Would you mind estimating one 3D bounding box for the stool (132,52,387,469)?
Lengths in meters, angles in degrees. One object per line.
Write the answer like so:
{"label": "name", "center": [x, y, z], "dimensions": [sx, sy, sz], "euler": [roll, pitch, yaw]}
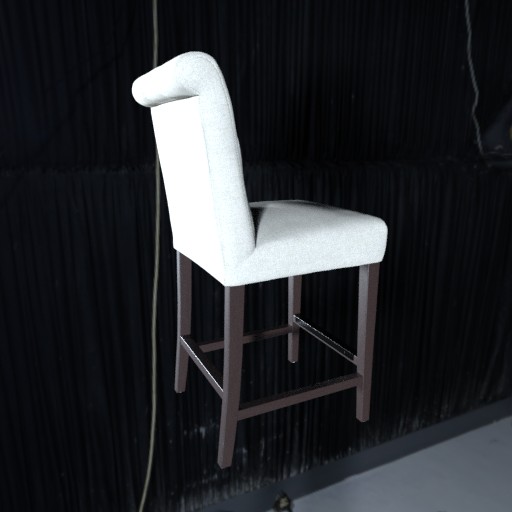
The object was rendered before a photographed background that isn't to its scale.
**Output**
{"label": "stool", "center": [0.000, 0.000, 1.342], "dimensions": [0.601, 1.040, 0.493], "euler": [-7, 16, -25]}
